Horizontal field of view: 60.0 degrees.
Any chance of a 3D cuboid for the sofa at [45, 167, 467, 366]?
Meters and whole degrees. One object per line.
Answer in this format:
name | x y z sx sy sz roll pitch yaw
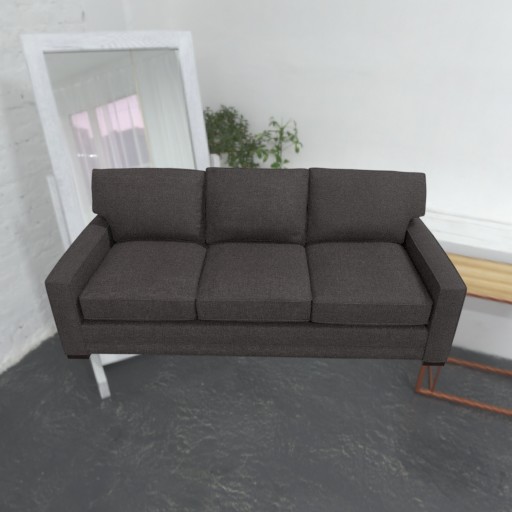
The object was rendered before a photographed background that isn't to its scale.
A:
sofa | 0.000 0.000 2.924 2.369 0.978 1.004 1 30 1
